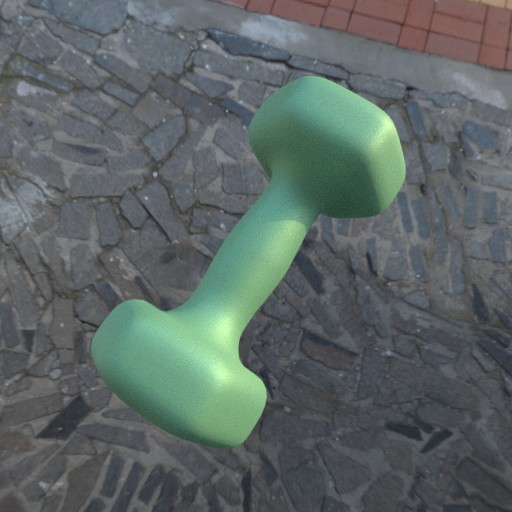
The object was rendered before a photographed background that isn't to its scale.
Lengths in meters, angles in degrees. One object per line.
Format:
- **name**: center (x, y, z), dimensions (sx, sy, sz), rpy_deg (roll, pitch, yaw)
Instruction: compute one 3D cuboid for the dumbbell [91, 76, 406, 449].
- **dumbbell**: center (0.000, 0.000, 0.326), dimensions (0.129, 0.117, 0.260), rpy_deg (33, 78, 8)
